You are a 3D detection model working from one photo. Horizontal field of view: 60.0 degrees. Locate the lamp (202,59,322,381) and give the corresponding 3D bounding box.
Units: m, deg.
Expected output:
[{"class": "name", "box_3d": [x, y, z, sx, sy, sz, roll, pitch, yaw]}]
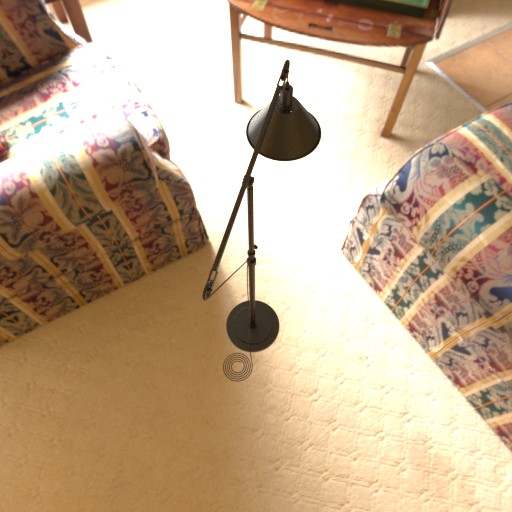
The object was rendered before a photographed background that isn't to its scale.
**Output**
[{"class": "lamp", "box_3d": [0.000, 0.000, 1.982, 0.319, 1.626, 0.904, 18, 64, 9]}]
